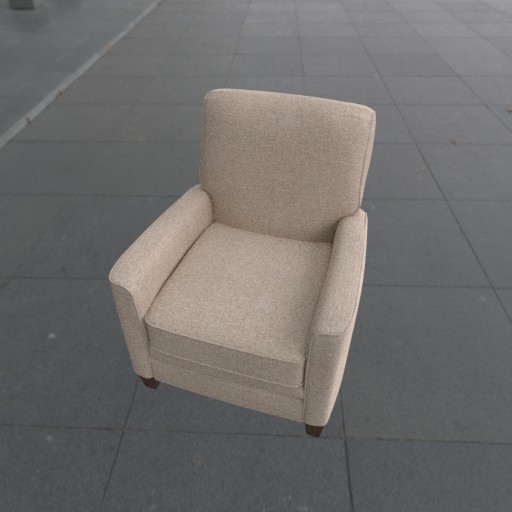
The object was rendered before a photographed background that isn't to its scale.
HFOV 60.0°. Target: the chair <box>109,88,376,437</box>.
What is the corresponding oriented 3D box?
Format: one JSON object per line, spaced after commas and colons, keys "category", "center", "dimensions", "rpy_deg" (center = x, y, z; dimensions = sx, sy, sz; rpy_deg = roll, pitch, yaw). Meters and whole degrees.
{"category": "chair", "center": [0.000, 0.000, 1.741], "dimensions": [0.841, 1.028, 0.858], "rpy_deg": [11, 41, 14]}
